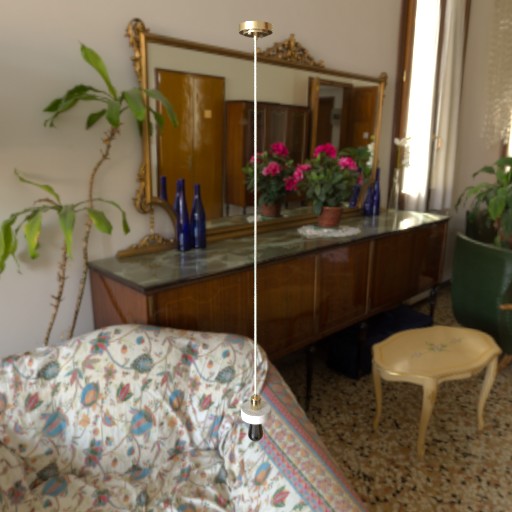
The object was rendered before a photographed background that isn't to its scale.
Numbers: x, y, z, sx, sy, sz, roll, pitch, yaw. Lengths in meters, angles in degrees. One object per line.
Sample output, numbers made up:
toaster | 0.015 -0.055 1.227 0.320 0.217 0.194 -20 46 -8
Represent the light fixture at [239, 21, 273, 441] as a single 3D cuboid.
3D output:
light fixture | 0.000 0.000 1.759 0.129 1.669 0.129 3 14 10
